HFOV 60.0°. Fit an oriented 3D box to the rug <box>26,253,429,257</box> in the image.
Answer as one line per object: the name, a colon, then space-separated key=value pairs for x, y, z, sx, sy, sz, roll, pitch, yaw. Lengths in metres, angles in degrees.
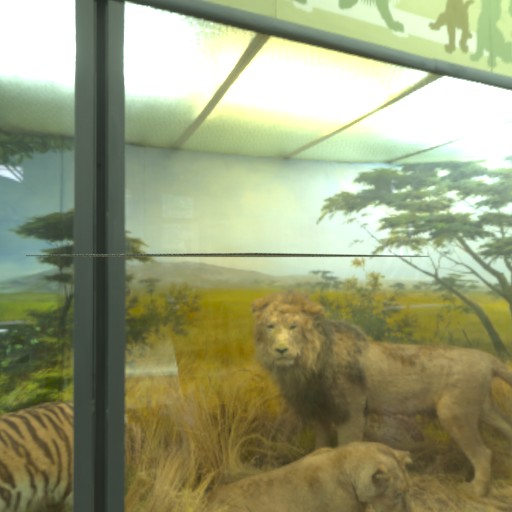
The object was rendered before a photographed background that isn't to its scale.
rug: x=0.000 y=0.000 z=5.206 sx=2.894 sy=0.011 sz=3.957 roll=0 pitch=0 yaw=36
